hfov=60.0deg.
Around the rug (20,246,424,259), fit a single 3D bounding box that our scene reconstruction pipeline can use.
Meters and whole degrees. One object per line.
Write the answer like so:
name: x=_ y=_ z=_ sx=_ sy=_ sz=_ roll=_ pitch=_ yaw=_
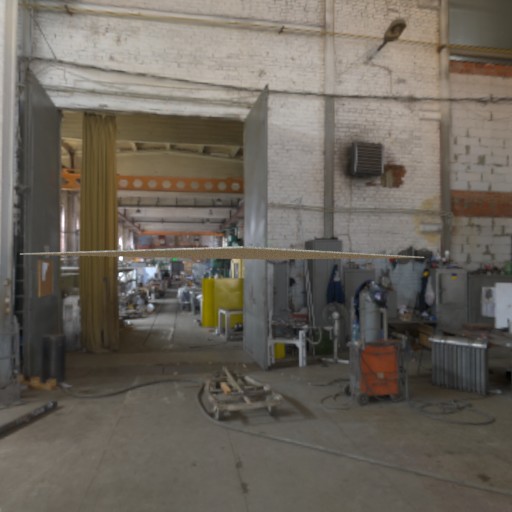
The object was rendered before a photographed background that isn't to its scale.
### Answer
rug: x=0.000 y=0.000 z=2.895 sx=1.521 sy=0.006 sz=2.283 roll=-1 pitch=-2 yaw=36
